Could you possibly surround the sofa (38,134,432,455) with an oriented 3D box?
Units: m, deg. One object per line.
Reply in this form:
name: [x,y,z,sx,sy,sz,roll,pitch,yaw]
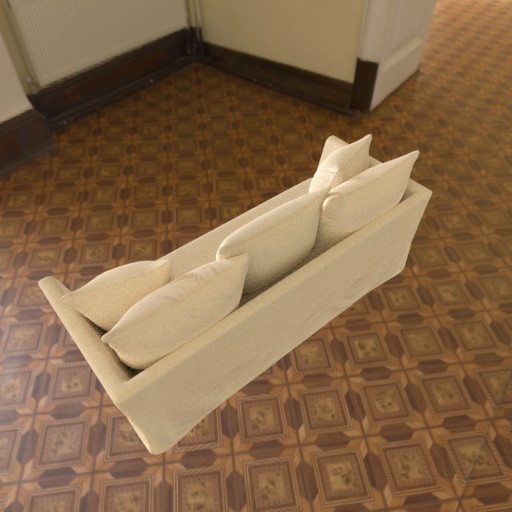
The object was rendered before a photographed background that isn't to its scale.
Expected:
sofa: [0.000,0.000,3.012,2.484,1.042,1.030,-31,54,-26]
